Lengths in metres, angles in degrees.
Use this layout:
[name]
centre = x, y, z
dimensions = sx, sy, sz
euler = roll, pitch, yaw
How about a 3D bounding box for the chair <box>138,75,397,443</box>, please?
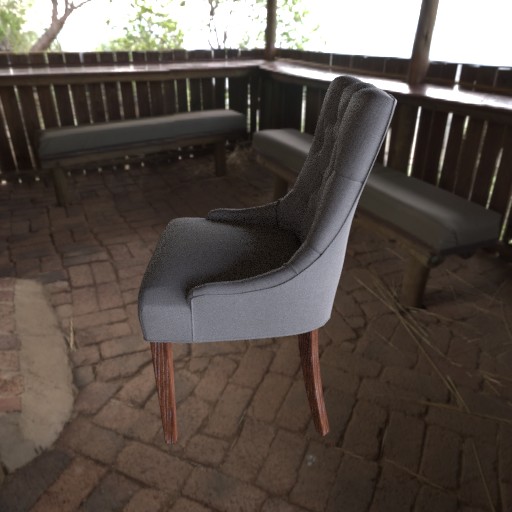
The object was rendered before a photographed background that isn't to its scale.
[chair]
centre = 0.000, 0.000, 1.190
dimensions = 0.565, 0.874, 0.509
euler = 0, 27, -1
